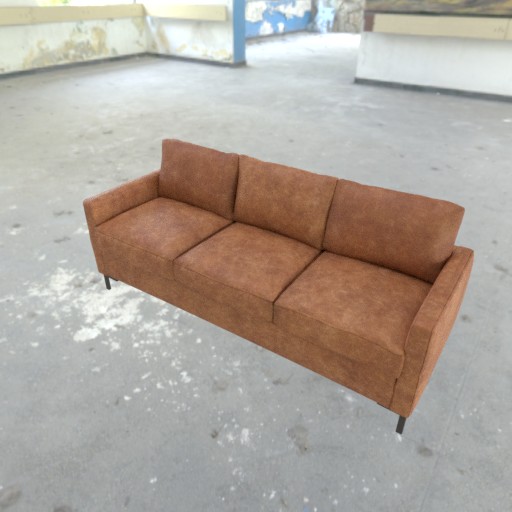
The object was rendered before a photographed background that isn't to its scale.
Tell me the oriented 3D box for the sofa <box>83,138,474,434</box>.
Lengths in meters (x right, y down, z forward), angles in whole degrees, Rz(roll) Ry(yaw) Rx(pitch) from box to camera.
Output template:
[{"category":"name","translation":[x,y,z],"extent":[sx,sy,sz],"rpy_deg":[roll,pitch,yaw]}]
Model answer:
[{"category":"sofa","translation":[0.000,0.000,2.402],"extent":[2.029,0.863,0.748],"rpy_deg":[20,37,28]}]
